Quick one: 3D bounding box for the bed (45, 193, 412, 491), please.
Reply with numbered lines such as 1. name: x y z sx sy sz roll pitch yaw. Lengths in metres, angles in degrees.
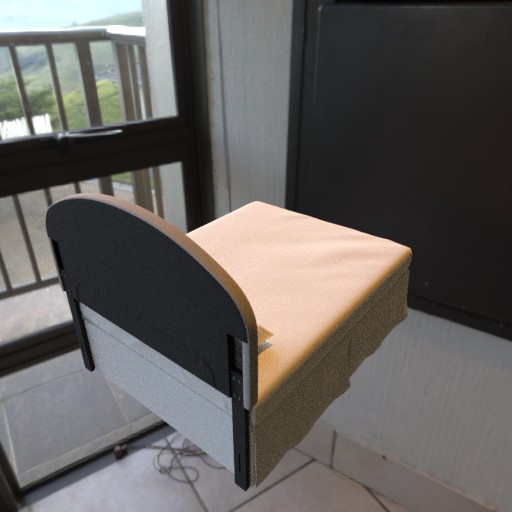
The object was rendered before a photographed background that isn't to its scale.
1. bed: 0.000 0.000 3.002 1.607 1.410 2.005 21 36 33
